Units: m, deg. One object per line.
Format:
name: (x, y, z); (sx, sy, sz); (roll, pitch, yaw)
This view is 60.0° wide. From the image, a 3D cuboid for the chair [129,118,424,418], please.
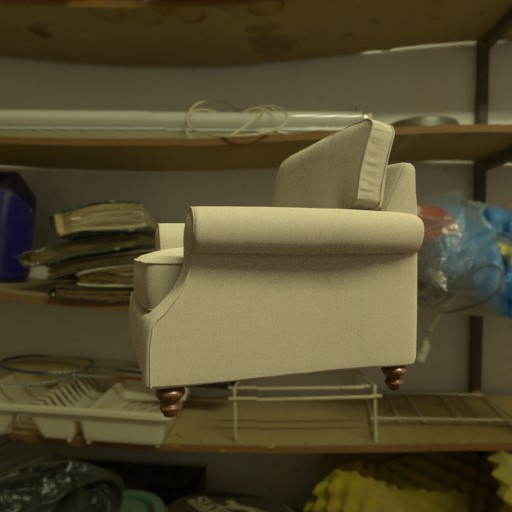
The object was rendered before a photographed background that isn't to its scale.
chair: (0.000, 0.000, 1.814); (0.966, 0.967, 1.029); (0, 1, -19)
